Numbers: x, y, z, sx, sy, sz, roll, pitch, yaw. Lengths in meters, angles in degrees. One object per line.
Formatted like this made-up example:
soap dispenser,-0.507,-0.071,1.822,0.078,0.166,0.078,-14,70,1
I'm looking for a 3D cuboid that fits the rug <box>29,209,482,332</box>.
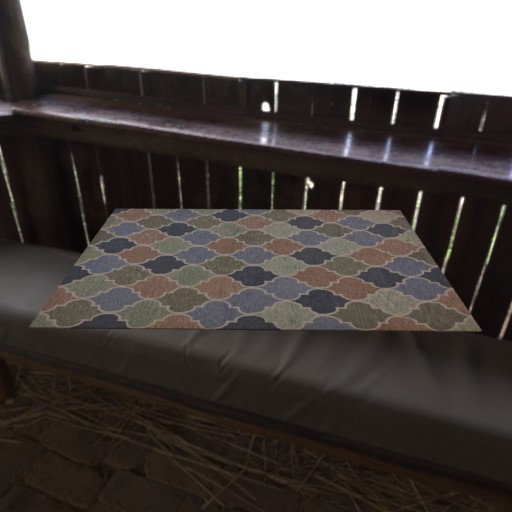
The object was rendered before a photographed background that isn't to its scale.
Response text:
rug,0.000,0.000,2.897,2.284,0.006,1.521,0,29,1
